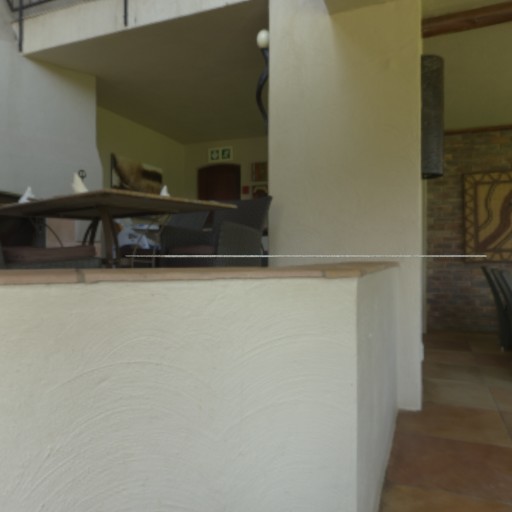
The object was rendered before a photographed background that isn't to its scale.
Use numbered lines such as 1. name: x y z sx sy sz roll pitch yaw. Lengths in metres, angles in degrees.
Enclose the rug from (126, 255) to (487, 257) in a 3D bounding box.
1. rug: 0.000 0.000 2.346 1.229 0.005 1.827 0 0 -20
